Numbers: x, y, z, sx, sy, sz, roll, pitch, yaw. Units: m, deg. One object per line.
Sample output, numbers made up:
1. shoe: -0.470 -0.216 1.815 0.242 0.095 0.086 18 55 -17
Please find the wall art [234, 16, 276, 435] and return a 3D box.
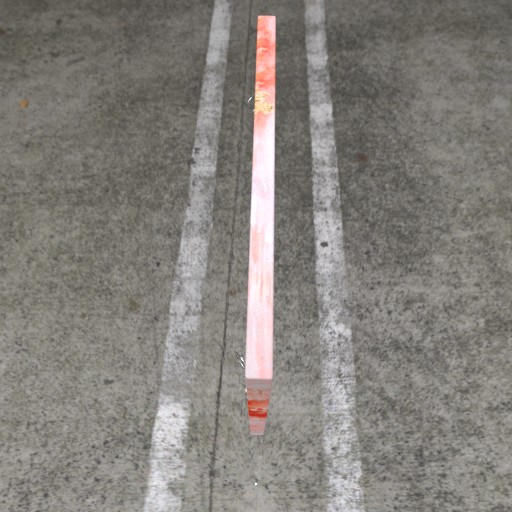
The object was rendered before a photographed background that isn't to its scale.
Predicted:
1. wall art: 0.000 0.000 1.085 0.064 0.746 0.747 1 63 1
